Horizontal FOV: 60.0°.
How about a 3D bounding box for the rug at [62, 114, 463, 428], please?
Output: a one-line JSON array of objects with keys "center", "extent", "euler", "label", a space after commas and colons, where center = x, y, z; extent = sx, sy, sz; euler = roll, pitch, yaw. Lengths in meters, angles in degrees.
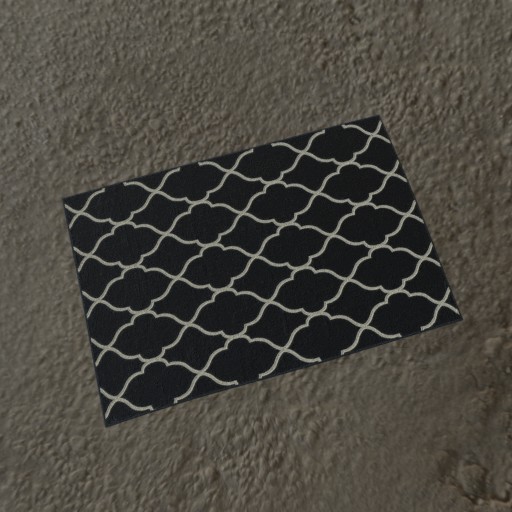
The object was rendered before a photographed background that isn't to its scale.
[{"center": [0.000, 0.000, 2.882], "extent": [2.290, 0.014, 1.526], "euler": [-16, 75, -4], "label": "rug"}]
